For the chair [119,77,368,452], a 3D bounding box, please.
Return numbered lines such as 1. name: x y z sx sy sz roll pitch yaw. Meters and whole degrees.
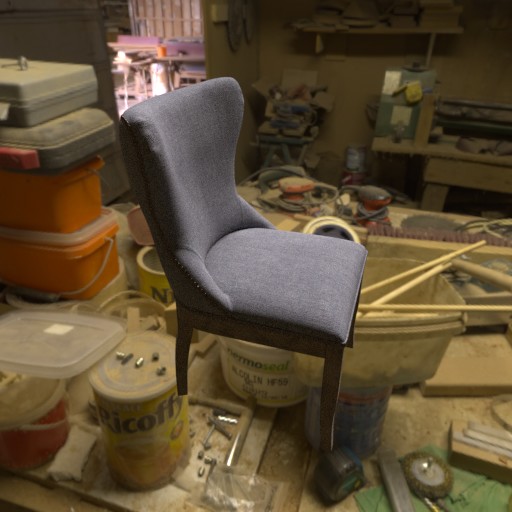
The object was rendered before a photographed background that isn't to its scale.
1. chair: 0.000 0.000 1.447 0.681 1.002 0.654 9 31 16
